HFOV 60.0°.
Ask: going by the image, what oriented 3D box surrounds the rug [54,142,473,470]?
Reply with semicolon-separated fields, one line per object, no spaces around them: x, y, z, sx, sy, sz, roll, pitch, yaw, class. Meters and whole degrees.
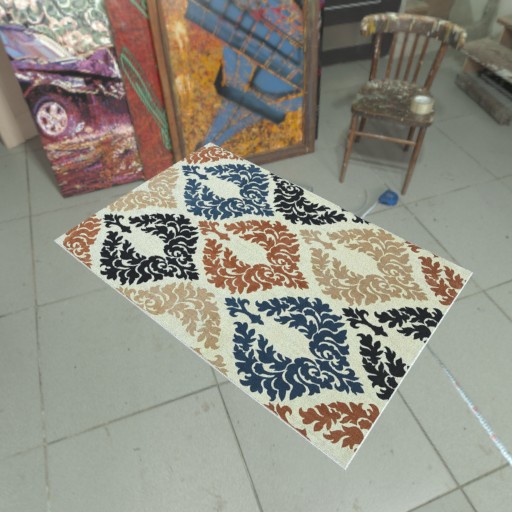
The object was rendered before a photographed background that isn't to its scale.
0.000;0.000;2.867;2.275;0.014;1.514;31;55;25;rug
